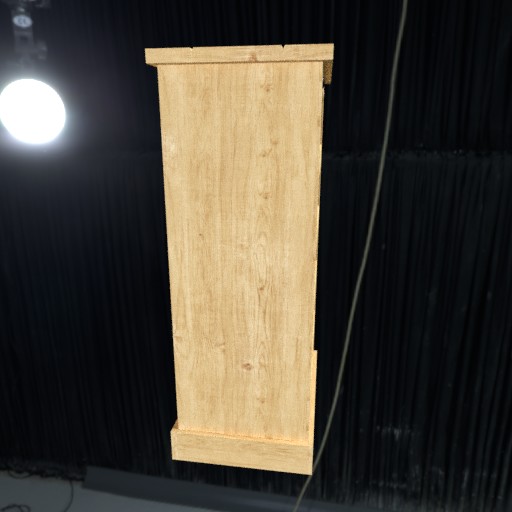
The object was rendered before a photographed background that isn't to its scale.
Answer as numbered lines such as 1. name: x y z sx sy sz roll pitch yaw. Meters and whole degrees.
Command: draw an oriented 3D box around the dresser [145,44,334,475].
1. dresser: 0.000 0.000 1.299 0.390 1.041 0.531 2 17 8
